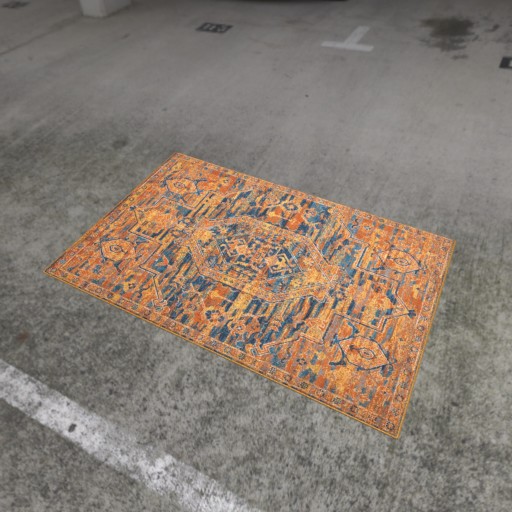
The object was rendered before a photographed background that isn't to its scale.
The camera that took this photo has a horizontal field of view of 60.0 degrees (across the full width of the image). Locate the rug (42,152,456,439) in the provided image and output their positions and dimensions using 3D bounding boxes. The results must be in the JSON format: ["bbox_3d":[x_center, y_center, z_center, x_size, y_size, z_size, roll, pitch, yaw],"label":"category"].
[{"bbox_3d":[0.000,0.000,2.234,1.758,0.013,1.148,21,51,18],"label":"rug"}]
